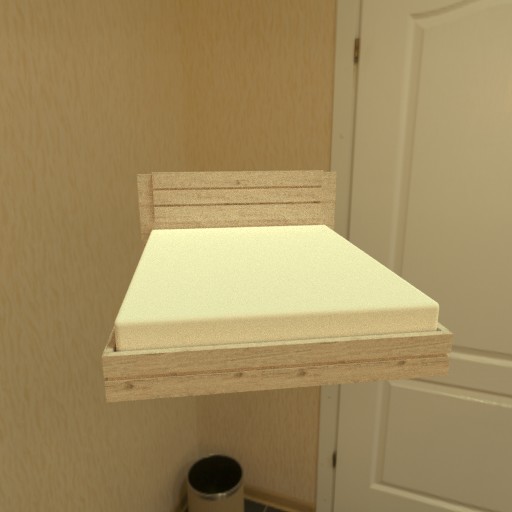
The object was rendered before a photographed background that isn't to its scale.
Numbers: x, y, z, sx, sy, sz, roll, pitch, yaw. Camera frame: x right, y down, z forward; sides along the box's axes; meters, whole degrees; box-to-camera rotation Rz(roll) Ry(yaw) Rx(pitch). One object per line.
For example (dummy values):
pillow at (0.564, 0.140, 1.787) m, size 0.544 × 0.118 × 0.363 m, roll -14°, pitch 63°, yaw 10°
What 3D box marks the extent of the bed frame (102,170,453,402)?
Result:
bed frame at (0.000, 0.000, 3.023) m, size 1.750 × 0.970 × 2.080 m, roll -2°, pitch 16°, yaw -8°
